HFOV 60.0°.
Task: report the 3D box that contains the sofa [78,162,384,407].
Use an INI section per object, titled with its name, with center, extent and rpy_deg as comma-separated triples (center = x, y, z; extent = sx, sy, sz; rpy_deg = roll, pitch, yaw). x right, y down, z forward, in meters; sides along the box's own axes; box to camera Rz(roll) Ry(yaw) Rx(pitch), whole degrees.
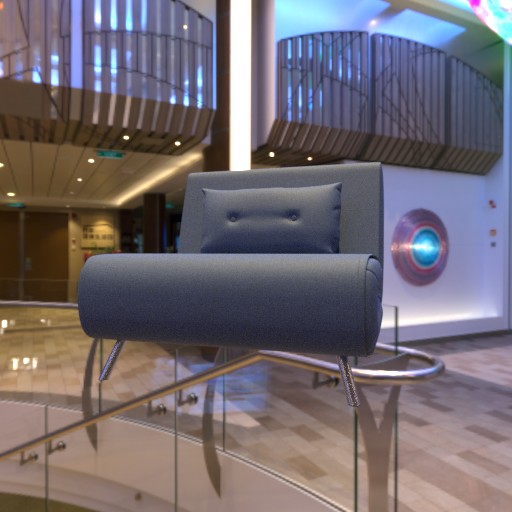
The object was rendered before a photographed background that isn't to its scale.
[sofa]
center = 0.000, 0.000, 1.816
extent = 0.999, 0.860, 0.996
rpy_deg = 0, 1, 18
